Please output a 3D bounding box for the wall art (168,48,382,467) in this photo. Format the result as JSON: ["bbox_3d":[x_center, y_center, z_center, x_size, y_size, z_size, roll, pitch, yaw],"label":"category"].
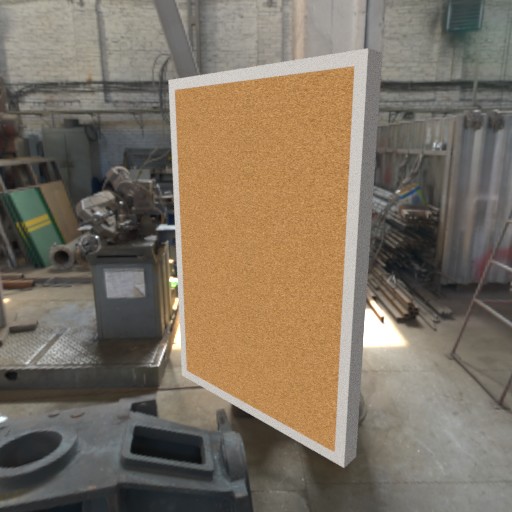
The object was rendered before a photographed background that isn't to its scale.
[{"bbox_3d":[0.000,0.000,0.835,0.450,0.657,0.038,13,19,42],"label":"wall art"}]
